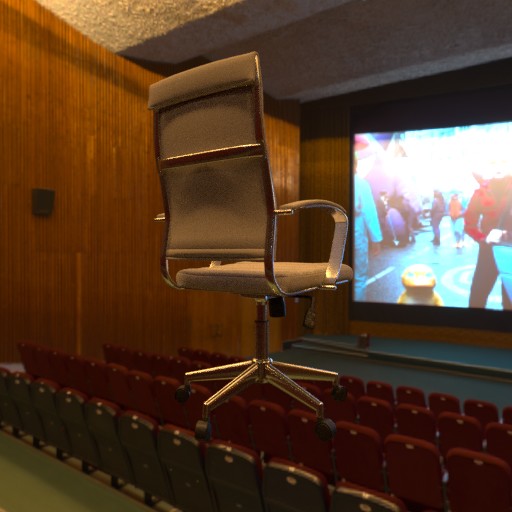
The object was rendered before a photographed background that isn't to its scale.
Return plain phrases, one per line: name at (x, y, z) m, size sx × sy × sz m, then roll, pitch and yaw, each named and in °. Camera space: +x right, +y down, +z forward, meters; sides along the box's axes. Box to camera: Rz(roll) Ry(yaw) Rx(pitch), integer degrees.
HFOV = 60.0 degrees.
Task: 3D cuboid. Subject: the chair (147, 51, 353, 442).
chair at (0.000, 0.000, 1.612) m, size 0.679 × 1.149 × 0.667 m, roll 0°, pitch 1°, yaw 35°
